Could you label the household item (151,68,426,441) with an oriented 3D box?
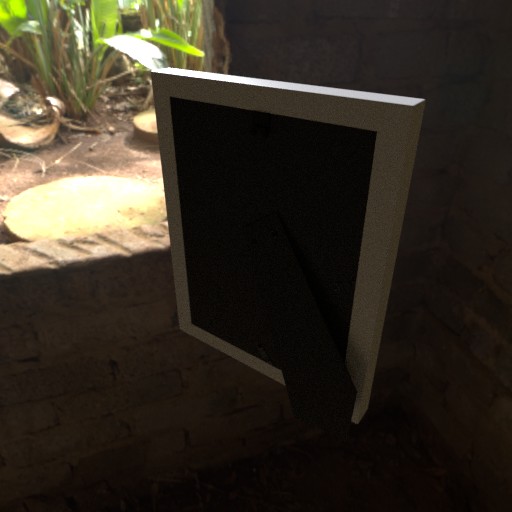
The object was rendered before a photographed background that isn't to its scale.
[{"bbox_3d":[0.000,0.000,0.343,0.200,0.250,0.045,21,36,30],"label":"household item"}]
